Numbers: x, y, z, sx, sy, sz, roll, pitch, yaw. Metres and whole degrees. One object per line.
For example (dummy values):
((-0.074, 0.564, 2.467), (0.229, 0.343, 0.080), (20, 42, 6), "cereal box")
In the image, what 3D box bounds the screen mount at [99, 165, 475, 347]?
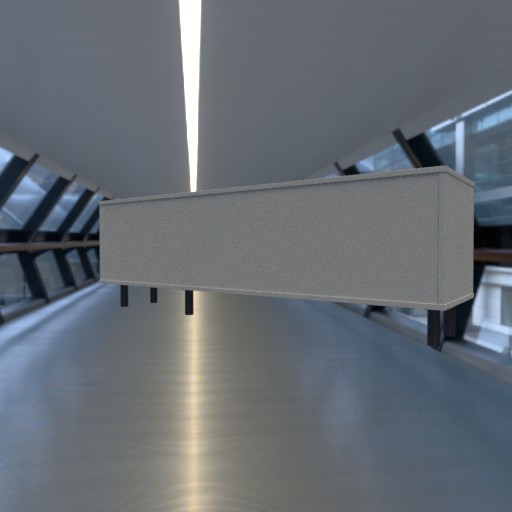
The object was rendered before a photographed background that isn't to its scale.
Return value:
((0.000, 0.000, 1.860), (1.600, 0.520, 0.418), (1, 1, 36), "screen mount")
